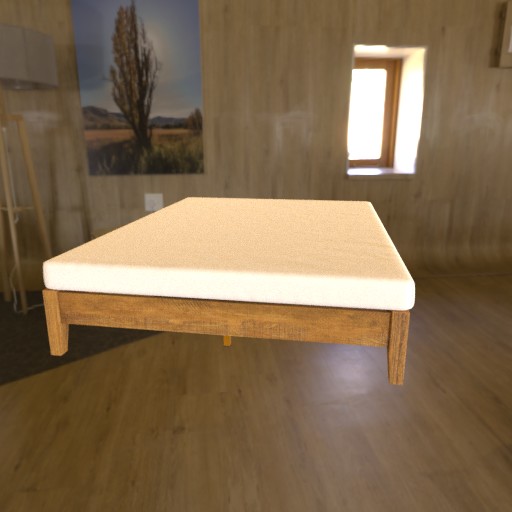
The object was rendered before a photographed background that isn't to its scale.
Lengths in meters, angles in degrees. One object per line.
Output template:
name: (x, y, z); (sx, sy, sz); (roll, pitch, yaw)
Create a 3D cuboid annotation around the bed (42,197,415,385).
bed: (0.000, 0.000, 2.755); (1.536, 0.431, 2.016); (3, 16, 9)
